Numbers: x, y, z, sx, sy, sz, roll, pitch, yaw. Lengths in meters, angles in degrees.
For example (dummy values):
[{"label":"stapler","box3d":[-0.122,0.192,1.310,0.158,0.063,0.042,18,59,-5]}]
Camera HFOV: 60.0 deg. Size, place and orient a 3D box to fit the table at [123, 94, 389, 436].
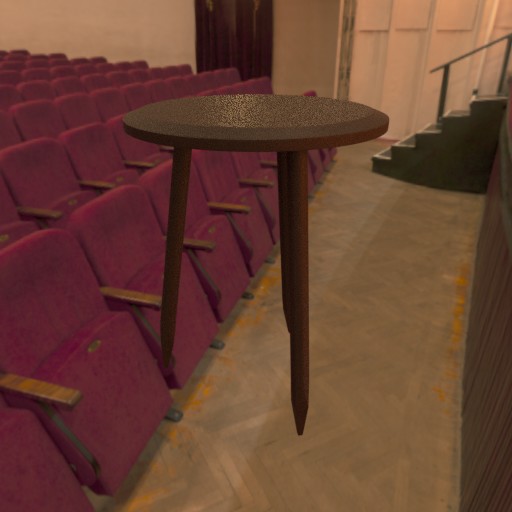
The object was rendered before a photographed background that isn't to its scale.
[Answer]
[{"label":"table","box3d":[0.000,0.000,0.911,0.457,0.585,0.457,0,26,0]}]
